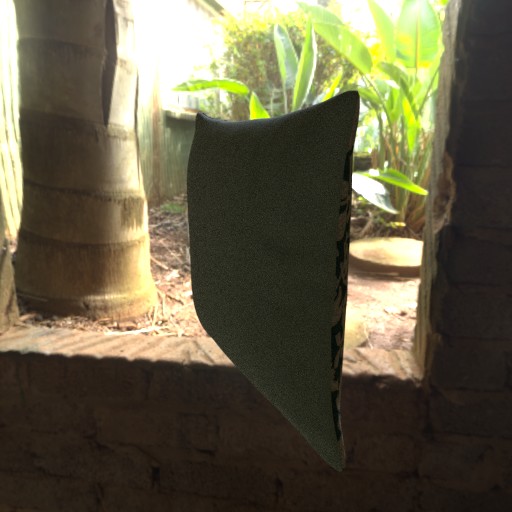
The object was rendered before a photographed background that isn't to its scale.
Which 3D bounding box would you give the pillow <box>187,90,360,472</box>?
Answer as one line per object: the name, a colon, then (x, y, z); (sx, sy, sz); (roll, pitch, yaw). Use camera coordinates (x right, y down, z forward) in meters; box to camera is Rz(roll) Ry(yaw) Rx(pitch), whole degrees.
pillow: (0.000, 0.000, 0.782); (0.166, 0.508, 0.525); (-7, 17, -26)
